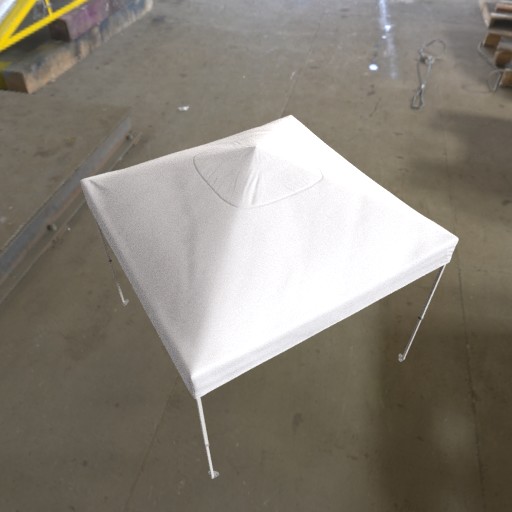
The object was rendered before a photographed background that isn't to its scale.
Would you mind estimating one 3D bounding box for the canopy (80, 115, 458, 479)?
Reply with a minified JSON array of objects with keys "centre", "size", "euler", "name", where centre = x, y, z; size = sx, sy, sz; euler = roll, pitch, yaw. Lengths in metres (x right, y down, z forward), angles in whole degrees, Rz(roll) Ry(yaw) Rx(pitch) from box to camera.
[{"centre":[0.000,0.000,5.323],"size":[2.996,2.997,2.998],"euler":[-23,50,-21],"name":"canopy"}]
